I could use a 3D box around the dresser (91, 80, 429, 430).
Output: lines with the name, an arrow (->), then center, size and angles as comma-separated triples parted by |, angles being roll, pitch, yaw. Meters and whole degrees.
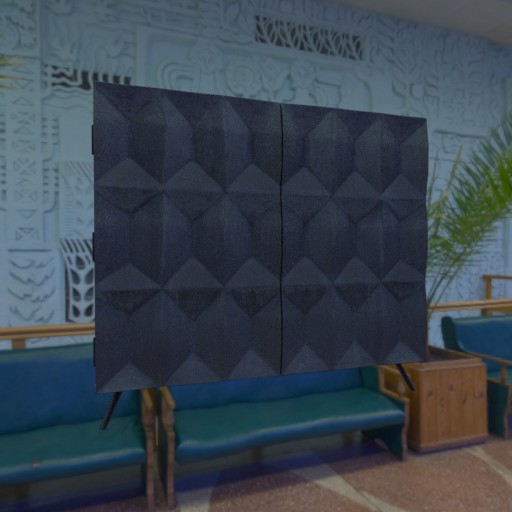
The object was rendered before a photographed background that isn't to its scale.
dresser -> 0.000, 0.000, 1.413 | 0.967, 0.847, 0.446 | 0, 1, -19
